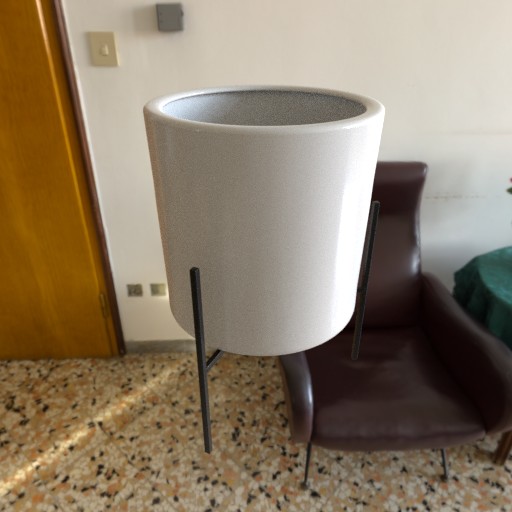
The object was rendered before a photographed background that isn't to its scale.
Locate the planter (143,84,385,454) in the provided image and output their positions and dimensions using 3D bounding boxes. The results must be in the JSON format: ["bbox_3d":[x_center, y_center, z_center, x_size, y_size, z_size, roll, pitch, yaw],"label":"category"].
[{"bbox_3d":[0.000,0.000,0.638,0.307,0.431,0.308,-21,35,-33],"label":"planter"}]
